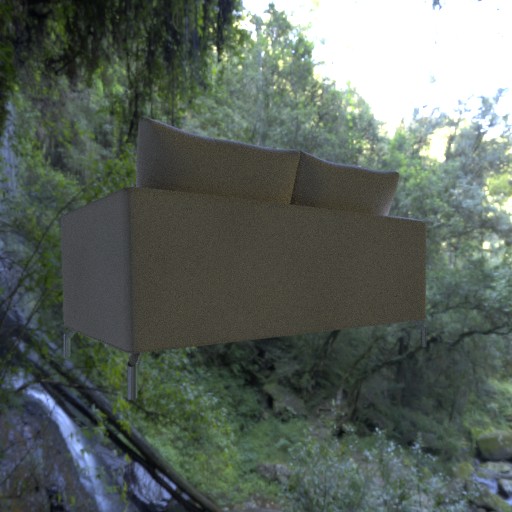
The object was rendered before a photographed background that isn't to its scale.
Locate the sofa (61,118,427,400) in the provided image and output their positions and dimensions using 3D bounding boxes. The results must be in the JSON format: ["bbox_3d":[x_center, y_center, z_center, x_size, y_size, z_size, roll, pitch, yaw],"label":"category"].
[{"bbox_3d":[0.000,0.000,2.325,1.739,0.995,0.906,1,-2,-36],"label":"sofa"}]
